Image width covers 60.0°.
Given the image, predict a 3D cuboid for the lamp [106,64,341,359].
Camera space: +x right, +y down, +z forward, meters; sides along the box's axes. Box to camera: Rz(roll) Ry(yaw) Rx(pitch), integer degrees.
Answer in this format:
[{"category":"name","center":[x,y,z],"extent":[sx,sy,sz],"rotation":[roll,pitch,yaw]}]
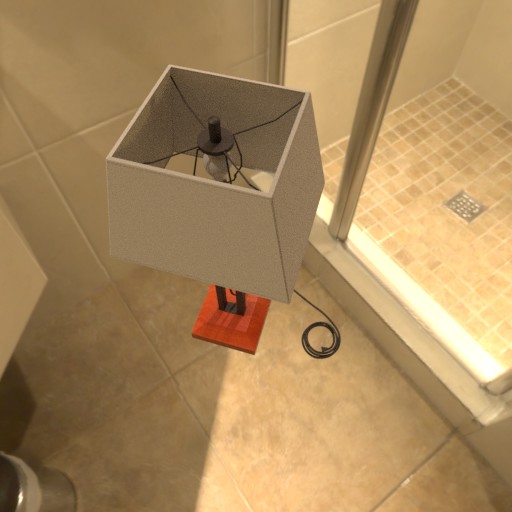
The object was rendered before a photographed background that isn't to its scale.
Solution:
[{"category":"lamp","center":[0.000,0.000,0.994],"extent":[0.498,0.737,0.310],"rotation":[15,59,9]}]
